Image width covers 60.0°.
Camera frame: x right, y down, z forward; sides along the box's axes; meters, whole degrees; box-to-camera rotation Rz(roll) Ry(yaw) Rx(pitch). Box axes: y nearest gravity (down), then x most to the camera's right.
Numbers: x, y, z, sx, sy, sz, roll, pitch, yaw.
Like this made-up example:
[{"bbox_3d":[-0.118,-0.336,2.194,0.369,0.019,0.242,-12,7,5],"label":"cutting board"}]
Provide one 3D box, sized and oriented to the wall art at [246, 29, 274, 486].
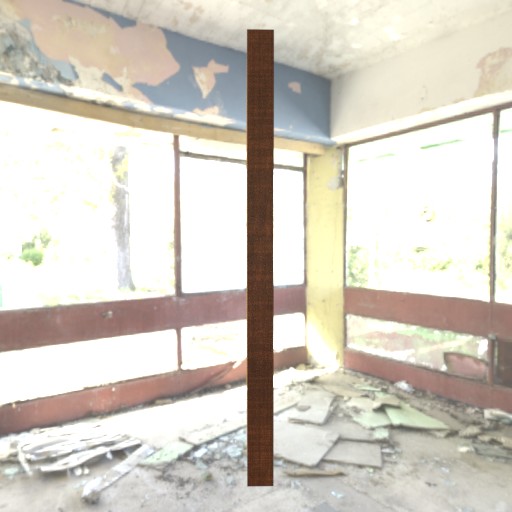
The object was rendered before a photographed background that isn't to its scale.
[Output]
[{"bbox_3d":[0.000,0.000,0.783,0.033,0.567,0.467,0,2,-1],"label":"wall art"}]
